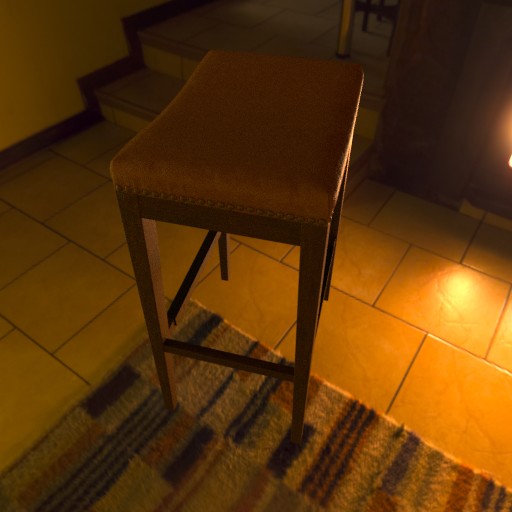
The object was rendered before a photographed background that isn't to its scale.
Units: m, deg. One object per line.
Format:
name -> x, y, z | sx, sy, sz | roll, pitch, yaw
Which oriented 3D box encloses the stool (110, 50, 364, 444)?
stool -> 0.000, 0.000, 1.041 | 0.361, 0.759, 0.500 | 11, 46, 10
